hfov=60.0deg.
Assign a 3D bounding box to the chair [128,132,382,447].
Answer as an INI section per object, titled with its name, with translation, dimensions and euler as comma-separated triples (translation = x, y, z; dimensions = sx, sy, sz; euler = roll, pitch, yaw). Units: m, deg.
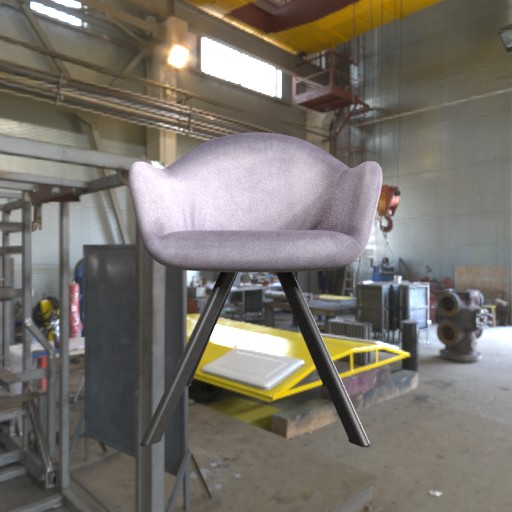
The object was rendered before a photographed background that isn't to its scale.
[chair]
translation = 0.000, 0.000, 1.176
dimensions = 0.570, 0.780, 0.540
euler = 0, 0, 1
